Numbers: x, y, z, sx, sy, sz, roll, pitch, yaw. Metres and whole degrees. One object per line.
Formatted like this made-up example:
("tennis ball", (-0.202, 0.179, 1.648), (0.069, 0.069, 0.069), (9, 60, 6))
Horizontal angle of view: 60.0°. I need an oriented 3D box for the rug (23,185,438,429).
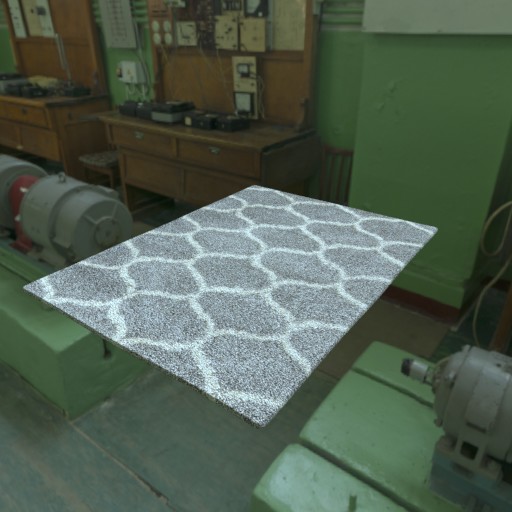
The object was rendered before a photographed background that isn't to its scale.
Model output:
("rug", (0.000, 0.000, 2.059), (1.200, 0.025, 1.600), (19, 33, 31))
